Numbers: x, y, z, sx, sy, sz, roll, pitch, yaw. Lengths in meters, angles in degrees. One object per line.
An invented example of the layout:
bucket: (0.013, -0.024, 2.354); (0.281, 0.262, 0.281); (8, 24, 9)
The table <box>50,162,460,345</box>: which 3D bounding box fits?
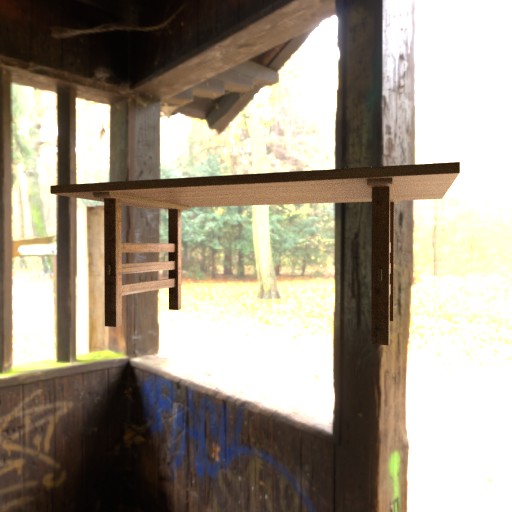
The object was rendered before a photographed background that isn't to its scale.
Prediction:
table: (0.000, 0.000, 2.502); (2.003, 0.760, 0.952); (0, 1, 19)
